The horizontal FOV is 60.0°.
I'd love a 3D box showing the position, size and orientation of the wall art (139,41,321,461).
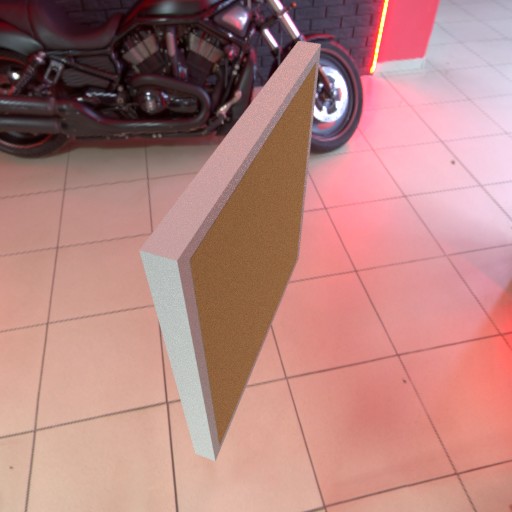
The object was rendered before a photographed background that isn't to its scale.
[{"bbox_3d":[0.000,0.000,0.740,0.038,0.506,0.506,15,49,14],"label":"wall art"}]
